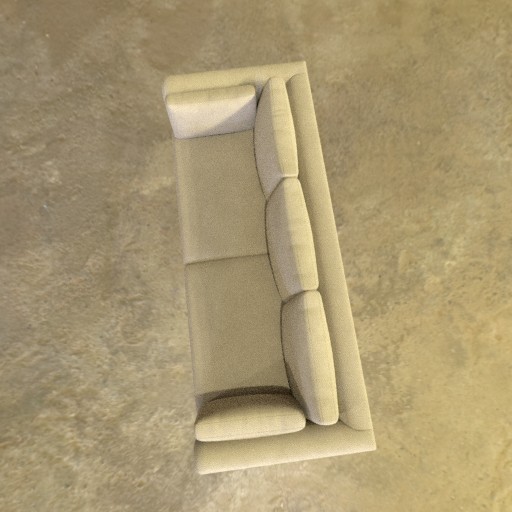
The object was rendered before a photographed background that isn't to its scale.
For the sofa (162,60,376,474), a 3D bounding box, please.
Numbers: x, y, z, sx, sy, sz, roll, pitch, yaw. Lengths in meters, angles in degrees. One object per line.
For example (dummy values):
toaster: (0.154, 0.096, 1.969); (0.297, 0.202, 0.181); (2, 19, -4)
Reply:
sofa: (0.000, 0.000, 2.912); (0.969, 0.867, 2.415); (-7, 75, -2)
